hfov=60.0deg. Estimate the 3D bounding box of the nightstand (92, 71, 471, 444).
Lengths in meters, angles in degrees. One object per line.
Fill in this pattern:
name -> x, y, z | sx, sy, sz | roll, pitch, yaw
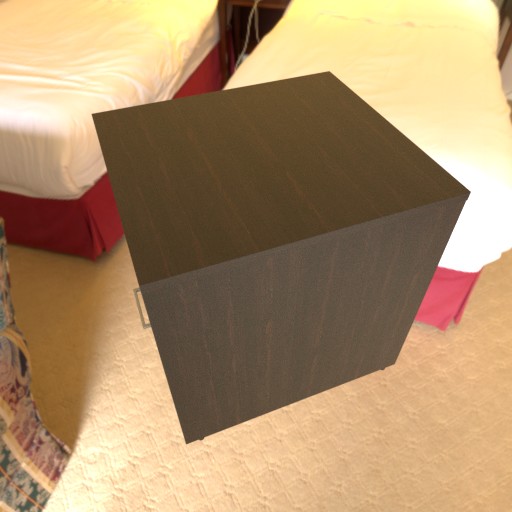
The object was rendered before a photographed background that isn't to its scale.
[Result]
nightstand -> 0.000, 0.000, 0.828 | 0.461, 0.460, 0.400 | -16, 48, -15
